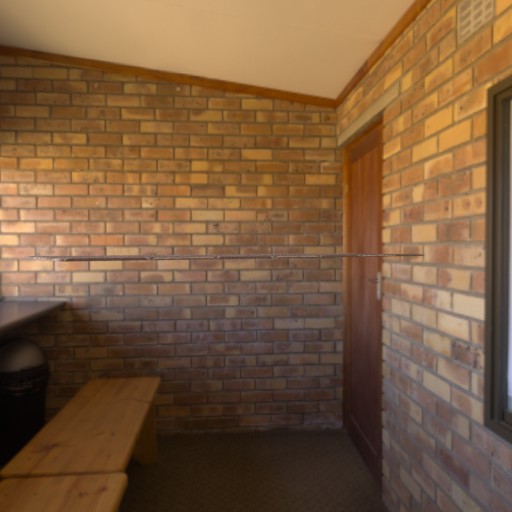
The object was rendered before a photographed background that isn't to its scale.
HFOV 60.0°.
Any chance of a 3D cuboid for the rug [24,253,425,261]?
[{"bbox_3d":[0.000,0.000,2.752,2.464,0.012,0.773,-1,1,-37],"label":"rug"}]
